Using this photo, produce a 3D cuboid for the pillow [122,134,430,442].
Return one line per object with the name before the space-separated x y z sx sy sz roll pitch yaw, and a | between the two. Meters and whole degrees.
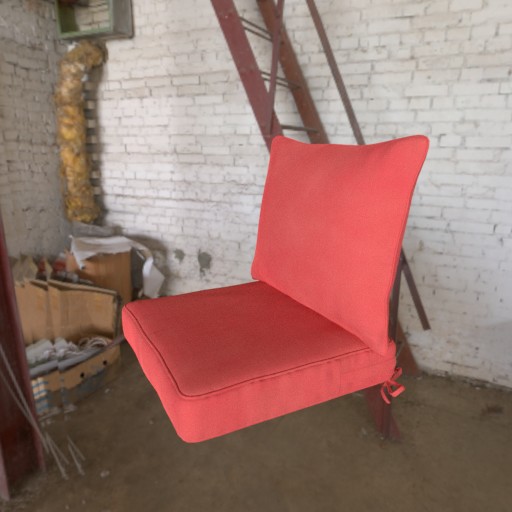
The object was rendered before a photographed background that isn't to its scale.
pillow | 0.000 0.000 1.374 0.733 0.725 0.798 -8 17 -27
